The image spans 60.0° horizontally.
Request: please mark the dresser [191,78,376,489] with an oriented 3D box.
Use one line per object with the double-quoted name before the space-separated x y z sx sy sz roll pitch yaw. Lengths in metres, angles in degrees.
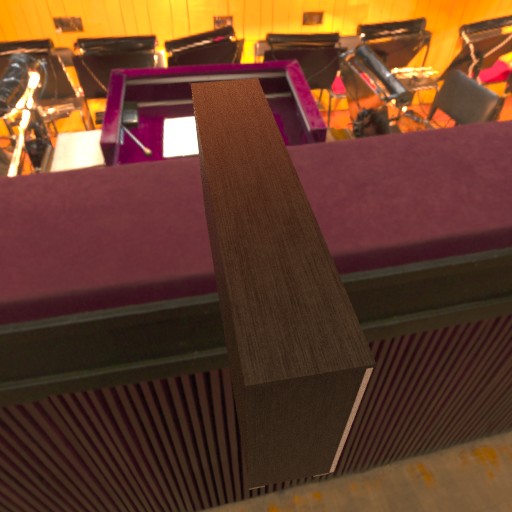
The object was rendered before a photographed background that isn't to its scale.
"dresser" 0.000 0.000 1.841 0.333 0.790 1.535 -8 47 -7
